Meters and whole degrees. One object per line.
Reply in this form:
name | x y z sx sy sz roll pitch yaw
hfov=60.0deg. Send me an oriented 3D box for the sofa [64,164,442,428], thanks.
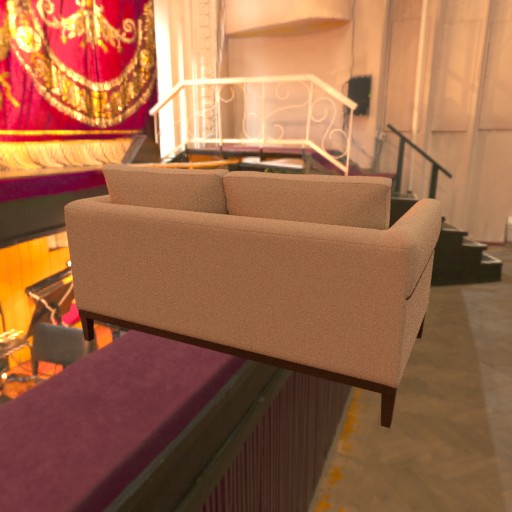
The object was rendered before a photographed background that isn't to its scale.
sofa | 0.000 0.000 2.170 1.598 0.873 0.905 8 18 26
